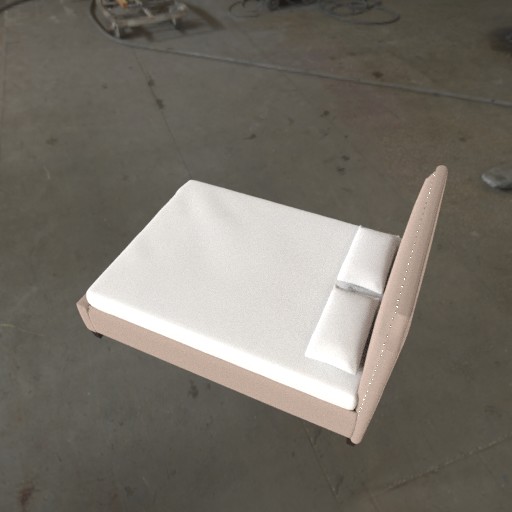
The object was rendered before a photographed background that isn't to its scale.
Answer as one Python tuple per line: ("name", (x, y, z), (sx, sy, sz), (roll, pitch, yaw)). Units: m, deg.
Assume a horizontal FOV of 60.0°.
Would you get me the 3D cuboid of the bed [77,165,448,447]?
("bed", (0.000, 0.000, 3.494), (2.372, 1.443, 1.713), (18, 48, 17))
